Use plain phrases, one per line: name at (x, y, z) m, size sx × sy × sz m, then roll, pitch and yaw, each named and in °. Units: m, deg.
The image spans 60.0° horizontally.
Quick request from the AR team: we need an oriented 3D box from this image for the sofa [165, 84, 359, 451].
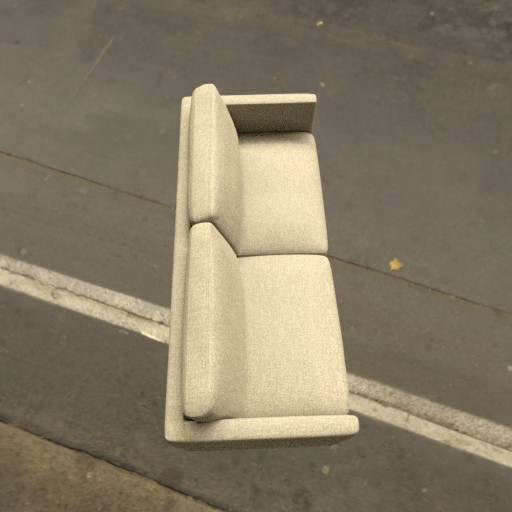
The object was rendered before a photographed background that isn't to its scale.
sofa at (0.000, 0.000, 2.793) m, size 0.956 × 0.960 × 2.208 m, roll -2°, pitch 64°, yaw -1°
